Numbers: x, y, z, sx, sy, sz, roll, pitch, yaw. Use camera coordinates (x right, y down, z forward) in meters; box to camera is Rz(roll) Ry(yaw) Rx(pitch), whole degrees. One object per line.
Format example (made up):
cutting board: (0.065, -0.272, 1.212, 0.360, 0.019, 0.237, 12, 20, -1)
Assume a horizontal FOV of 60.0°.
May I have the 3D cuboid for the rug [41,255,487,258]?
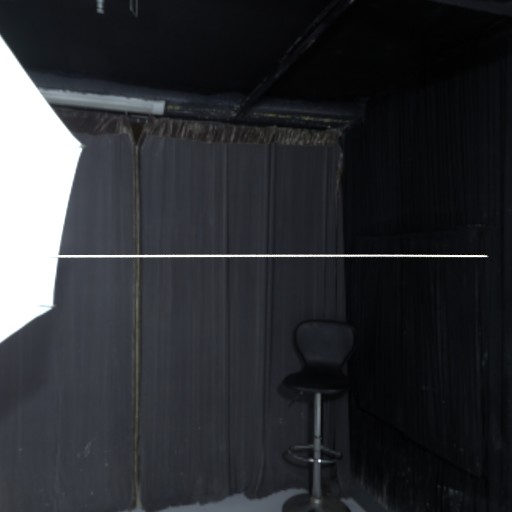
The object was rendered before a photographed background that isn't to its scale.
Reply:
rug: (0.000, 0.000, 3.005, 2.435, 0.012, 1.529, 0, 0, -18)
